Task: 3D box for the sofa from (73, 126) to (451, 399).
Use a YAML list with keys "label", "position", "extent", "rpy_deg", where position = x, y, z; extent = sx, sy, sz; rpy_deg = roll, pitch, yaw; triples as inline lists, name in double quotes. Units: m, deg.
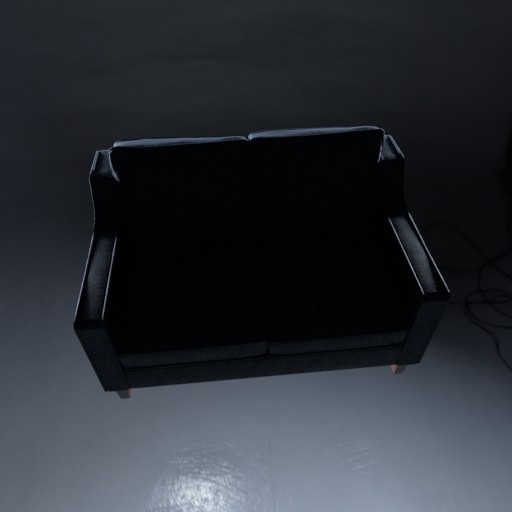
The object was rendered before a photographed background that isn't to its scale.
- label: "sofa"
  position: [0.000, 0.000, 2.174]
  extent: [1.501, 0.971, 0.987]
  rpy_deg: [-4, 46, -4]
